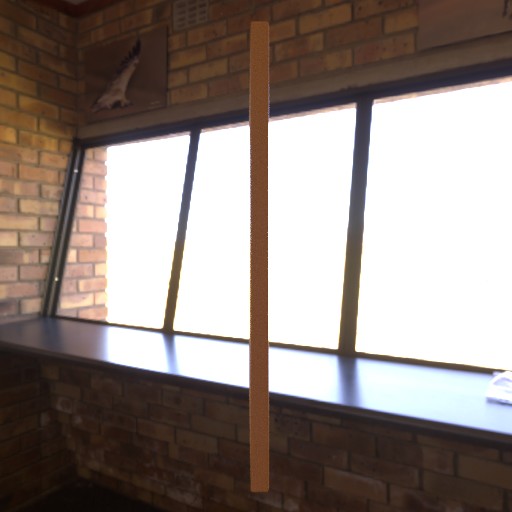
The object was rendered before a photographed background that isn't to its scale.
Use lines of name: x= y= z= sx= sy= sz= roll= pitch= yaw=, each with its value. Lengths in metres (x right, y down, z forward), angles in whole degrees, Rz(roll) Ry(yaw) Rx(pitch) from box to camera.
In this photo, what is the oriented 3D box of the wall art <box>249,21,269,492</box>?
wall art: x=0.000 y=0.000 z=0.511 sx=0.015 sy=0.379 sz=0.310 roll=0 pitch=1 yaw=-1
